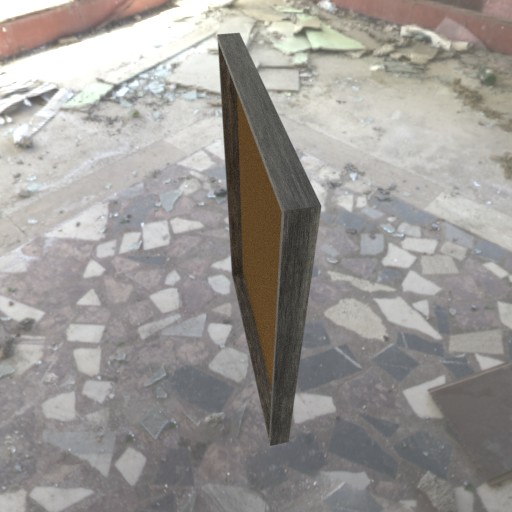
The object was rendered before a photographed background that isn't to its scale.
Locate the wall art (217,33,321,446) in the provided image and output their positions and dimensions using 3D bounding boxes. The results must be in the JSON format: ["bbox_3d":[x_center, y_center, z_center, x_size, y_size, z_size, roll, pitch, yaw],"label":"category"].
[{"bbox_3d":[0.000,0.000,1.348,0.063,1.016,0.762,-9,47,-8],"label":"wall art"}]
